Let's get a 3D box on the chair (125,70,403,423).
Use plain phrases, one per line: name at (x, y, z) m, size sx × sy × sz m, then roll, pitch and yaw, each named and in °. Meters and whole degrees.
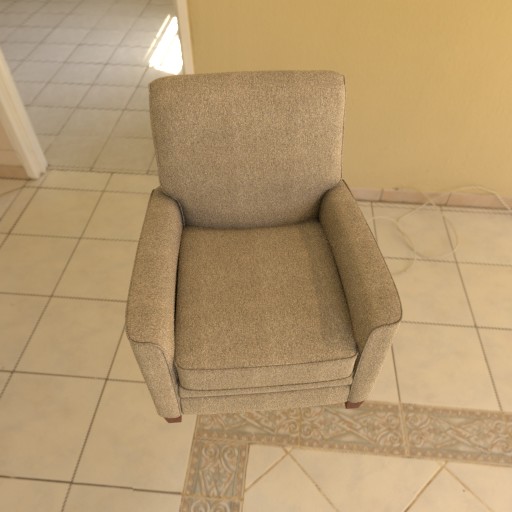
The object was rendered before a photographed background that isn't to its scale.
chair at (0.000, 0.000, 1.609) m, size 0.841 × 1.028 × 0.858 m, roll -4°, pitch 48°, yaw -3°
